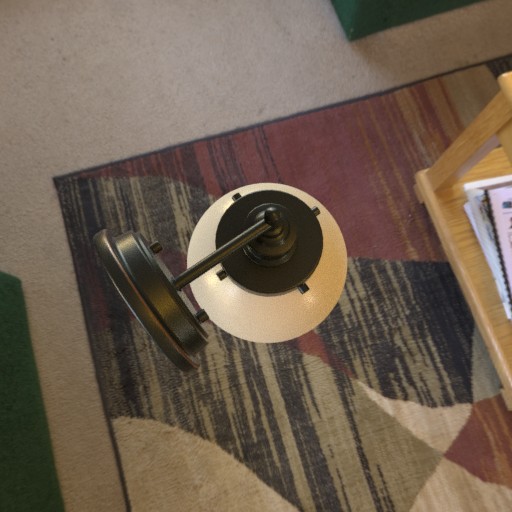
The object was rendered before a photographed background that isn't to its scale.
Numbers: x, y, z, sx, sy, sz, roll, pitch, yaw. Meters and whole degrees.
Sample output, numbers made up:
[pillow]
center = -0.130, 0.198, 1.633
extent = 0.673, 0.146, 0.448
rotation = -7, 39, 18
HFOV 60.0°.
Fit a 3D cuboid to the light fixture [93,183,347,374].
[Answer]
[light fixture]
center = 0.000, 0.000, 0.480
extent = 0.230, 0.332, 0.197
rotation = -34, 79, -8
